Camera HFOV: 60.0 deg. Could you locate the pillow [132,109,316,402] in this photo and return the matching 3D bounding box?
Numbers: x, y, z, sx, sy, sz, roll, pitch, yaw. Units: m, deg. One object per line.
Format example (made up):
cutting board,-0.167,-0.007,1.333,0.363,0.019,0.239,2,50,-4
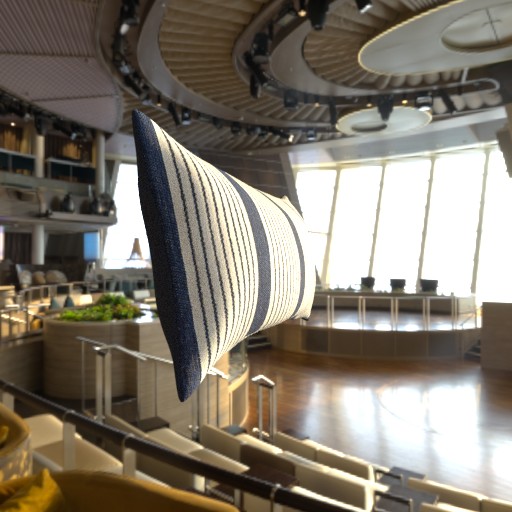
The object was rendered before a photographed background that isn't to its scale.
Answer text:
pillow,0.000,0.000,0.726,0.156,0.292,0.608,0,-1,18
